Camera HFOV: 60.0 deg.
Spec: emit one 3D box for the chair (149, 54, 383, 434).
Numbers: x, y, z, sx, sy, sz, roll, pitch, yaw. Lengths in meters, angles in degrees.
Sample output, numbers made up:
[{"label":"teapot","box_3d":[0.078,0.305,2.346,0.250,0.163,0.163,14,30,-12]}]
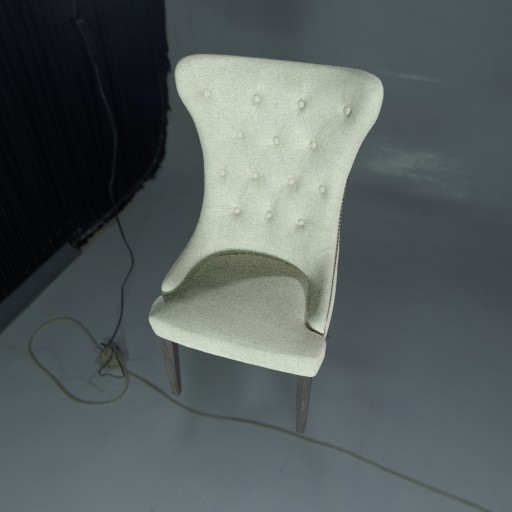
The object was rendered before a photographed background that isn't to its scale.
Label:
[{"label":"chair","box_3d":[0.000,0.000,1.411,0.584,1.065,0.590,12,42,13]}]
